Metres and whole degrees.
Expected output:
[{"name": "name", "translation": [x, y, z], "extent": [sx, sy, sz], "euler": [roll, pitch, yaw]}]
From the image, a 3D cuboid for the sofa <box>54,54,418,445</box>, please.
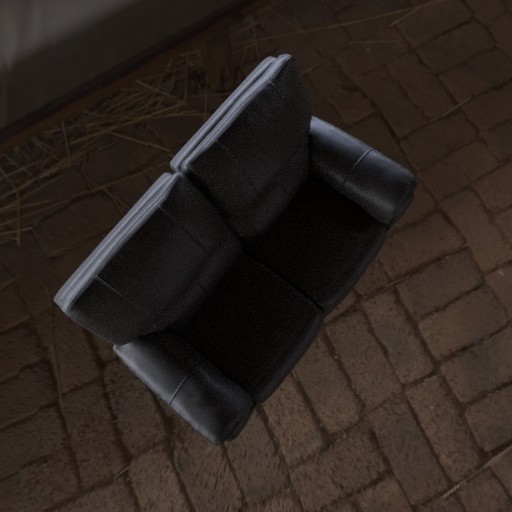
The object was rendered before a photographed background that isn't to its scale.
[{"name": "sofa", "translation": [0.000, 0.000, 2.471], "extent": [1.104, 1.111, 1.765], "euler": [37, 79, 8]}]
